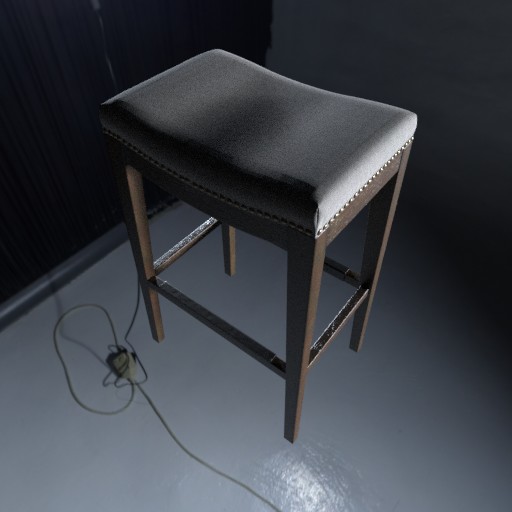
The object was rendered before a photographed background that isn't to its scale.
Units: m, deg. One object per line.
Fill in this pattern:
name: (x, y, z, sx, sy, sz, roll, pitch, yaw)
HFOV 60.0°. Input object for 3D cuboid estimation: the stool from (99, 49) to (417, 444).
stool: (0.000, 0.000, 1.046, 0.508, 0.762, 0.356, 29, 53, 25)
